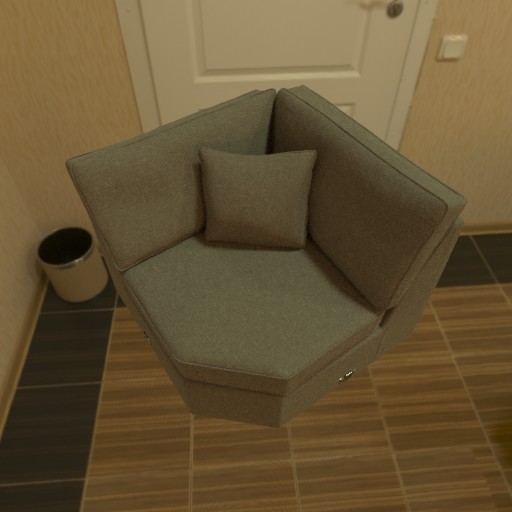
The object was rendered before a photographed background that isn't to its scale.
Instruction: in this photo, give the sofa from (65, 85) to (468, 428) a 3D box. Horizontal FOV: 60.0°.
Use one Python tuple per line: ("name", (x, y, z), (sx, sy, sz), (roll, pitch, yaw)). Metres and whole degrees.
("sofa", (0.000, 0.000, 1.814), (1.050, 0.951, 1.042), (-26, 53, -22))
